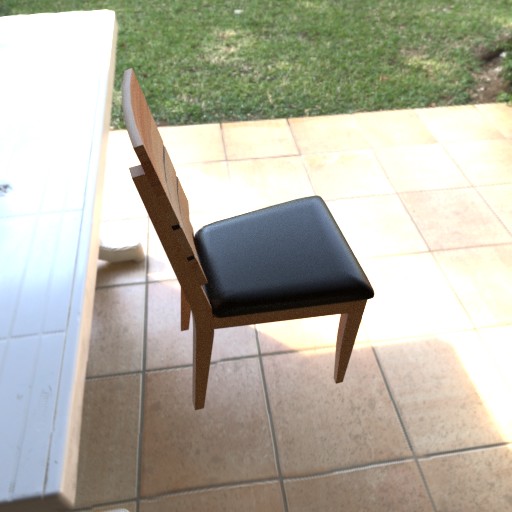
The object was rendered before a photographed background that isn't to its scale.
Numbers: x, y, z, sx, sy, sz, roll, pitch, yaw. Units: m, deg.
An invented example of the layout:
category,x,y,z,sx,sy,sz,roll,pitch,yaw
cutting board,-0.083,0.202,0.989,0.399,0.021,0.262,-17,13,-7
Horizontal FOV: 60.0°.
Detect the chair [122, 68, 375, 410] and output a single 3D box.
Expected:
category,x,y,z,sx,sy,sz,roll,pitch,yaw
chair,0.000,0.000,1.195,0.520,0.940,0.410,-10,47,-10
